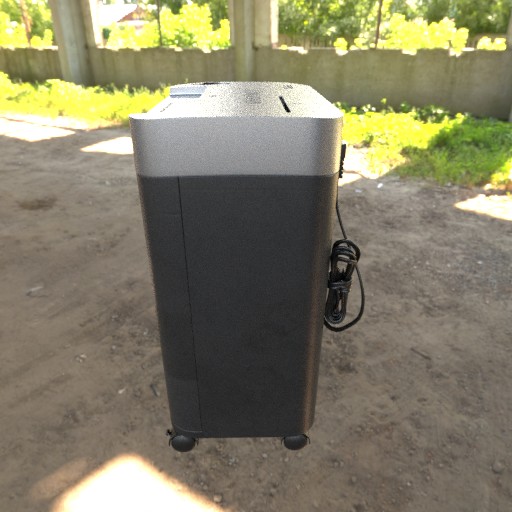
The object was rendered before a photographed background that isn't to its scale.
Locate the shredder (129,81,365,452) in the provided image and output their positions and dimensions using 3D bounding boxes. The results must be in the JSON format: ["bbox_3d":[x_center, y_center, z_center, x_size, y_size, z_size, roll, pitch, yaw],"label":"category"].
[{"bbox_3d":[0.000,0.000,0.601,0.237,0.419,0.311,0,26,-1],"label":"shredder"}]
